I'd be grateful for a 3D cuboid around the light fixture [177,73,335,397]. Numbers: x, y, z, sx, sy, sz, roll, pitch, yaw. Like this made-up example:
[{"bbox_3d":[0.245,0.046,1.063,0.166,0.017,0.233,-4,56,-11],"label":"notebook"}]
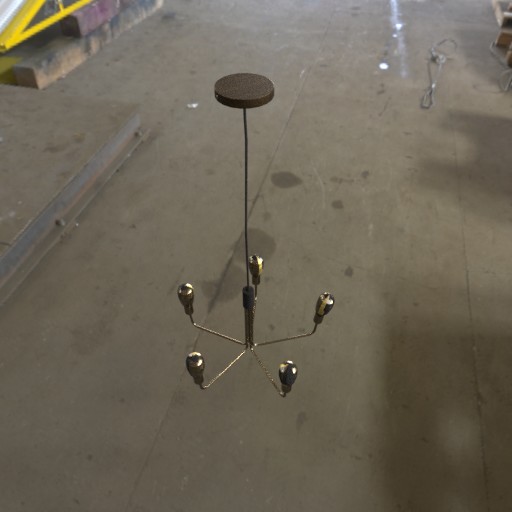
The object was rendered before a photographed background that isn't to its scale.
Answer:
[{"bbox_3d":[0.000,0.000,1.357,0.588,1.059,0.532,-23,50,-21],"label":"light fixture"}]
